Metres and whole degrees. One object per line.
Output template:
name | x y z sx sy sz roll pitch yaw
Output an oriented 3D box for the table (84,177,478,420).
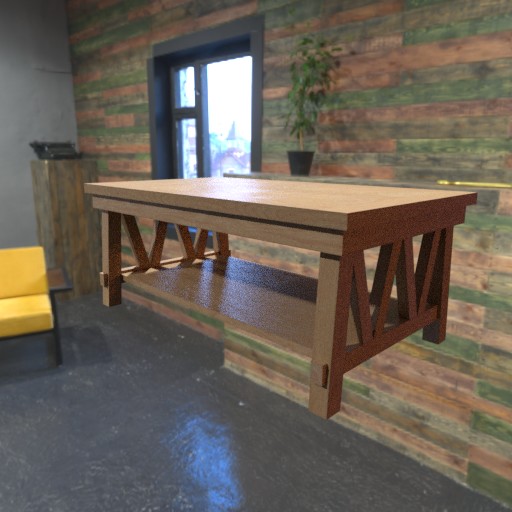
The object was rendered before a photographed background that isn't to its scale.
table | 0.000 0.000 1.653 0.711 0.507 1.270 -12 18 -43
